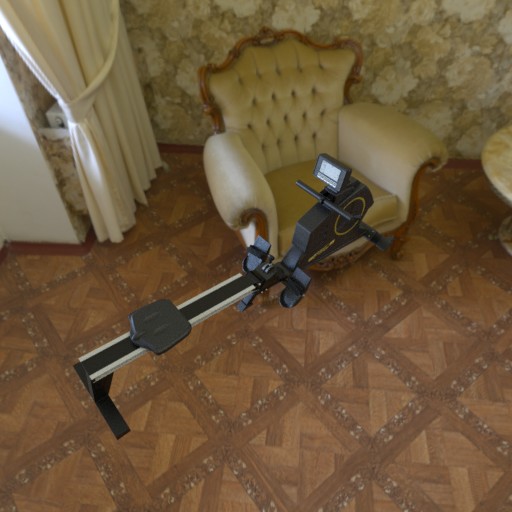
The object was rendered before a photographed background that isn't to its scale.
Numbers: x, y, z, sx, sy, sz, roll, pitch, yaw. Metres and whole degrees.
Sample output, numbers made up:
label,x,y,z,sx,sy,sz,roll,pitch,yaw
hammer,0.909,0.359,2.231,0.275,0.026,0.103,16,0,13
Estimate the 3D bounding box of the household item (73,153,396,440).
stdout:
label,x,y,z,sx,sy,sz,roll,pitch,yaw
household item,0.000,0.000,2.599,2.251,0.810,0.521,-31,53,-26
